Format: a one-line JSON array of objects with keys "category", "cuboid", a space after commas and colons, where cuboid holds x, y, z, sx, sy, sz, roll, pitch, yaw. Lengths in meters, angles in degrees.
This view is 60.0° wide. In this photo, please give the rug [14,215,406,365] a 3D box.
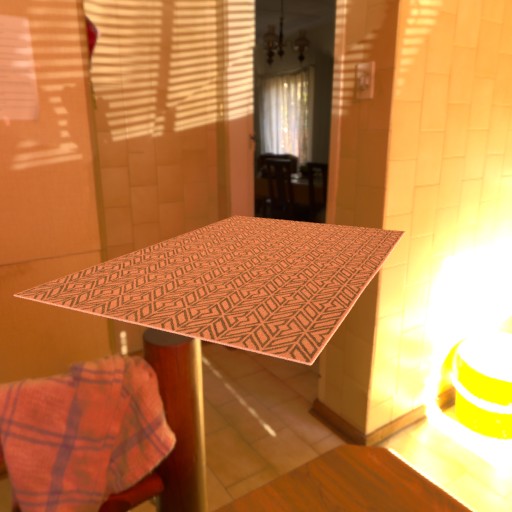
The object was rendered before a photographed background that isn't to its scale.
[{"category": "rug", "cuboid": [0.000, 0.000, 2.264, 1.220, 0.007, 1.828, 8, 18, 25]}]
